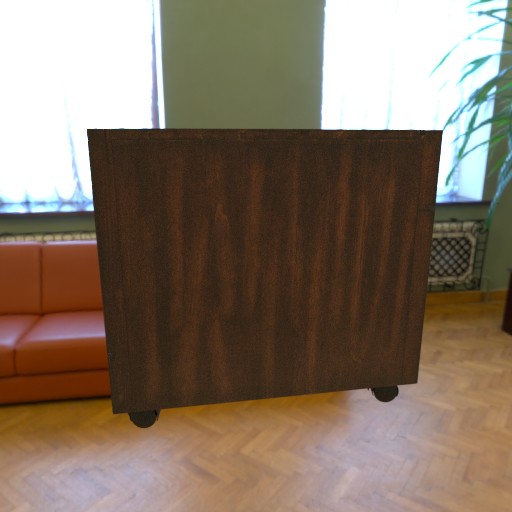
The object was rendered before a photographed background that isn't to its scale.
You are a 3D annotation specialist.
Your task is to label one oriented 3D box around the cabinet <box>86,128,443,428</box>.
[{"bbox_3d":[0.000,0.000,0.841,0.500,0.455,0.402,-3,15,-10],"label":"cabinet"}]
